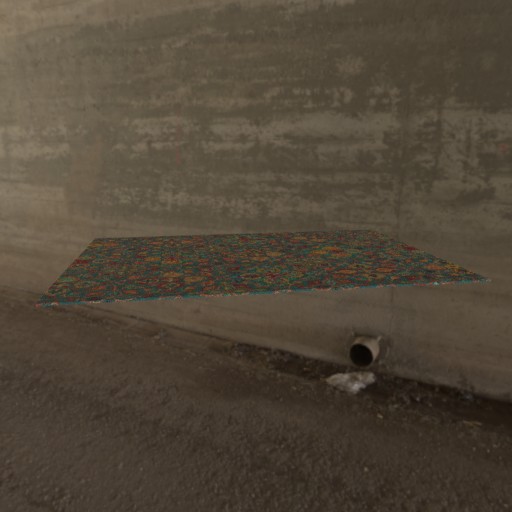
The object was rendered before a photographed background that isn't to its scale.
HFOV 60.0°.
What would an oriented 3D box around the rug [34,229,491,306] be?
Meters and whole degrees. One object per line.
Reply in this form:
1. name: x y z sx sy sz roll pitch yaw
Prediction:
1. rug: 0.000 0.000 2.906 2.290 0.016 1.527 -2 14 -9
